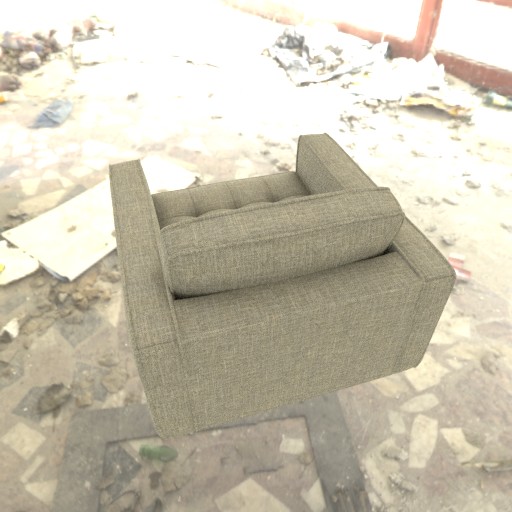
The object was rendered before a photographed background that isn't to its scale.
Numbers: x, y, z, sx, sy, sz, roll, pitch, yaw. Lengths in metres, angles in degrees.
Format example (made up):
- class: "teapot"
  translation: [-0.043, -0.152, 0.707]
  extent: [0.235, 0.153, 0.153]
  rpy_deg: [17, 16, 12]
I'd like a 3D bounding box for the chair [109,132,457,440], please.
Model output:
- class: "chair"
  translation: [0.000, 0.000, 1.544]
  extent: [0.889, 0.765, 0.914]
  rpy_deg: [-12, 43, -13]
